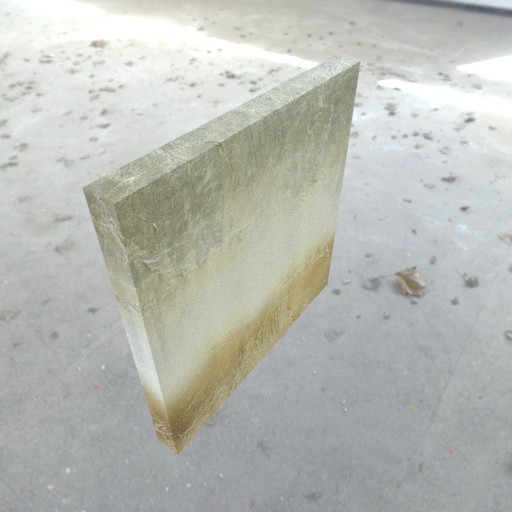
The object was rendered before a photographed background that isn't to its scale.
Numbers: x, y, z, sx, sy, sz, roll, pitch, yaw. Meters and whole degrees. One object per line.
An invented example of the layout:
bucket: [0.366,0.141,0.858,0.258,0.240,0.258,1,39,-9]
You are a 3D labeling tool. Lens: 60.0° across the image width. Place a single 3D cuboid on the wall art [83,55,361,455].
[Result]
wall art: [0.000,0.000,0.594,0.038,0.407,0.405,26,47,27]
